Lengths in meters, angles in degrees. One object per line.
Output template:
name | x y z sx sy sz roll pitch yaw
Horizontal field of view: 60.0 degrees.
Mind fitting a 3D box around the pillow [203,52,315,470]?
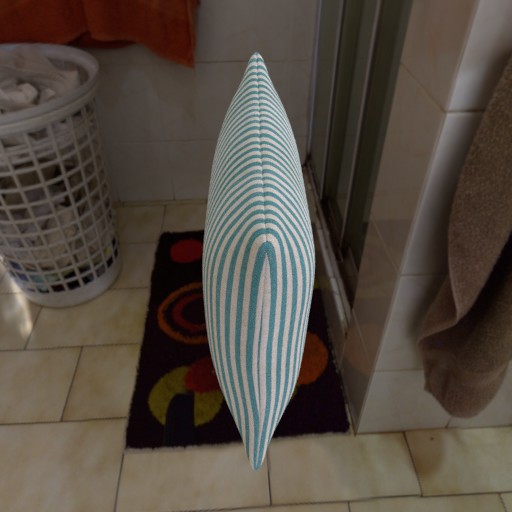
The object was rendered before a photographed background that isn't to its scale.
pillow | 0.000 0.000 0.763 0.166 0.510 0.523 -1 43 -1
